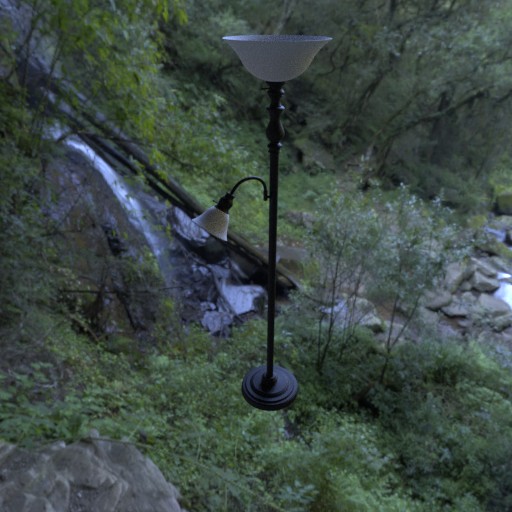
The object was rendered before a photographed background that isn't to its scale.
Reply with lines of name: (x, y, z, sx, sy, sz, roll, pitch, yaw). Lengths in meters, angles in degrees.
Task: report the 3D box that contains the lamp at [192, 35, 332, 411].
lamp: (0.000, 0.000, 2.033, 0.588, 1.793, 0.405, -17, 33, -28)
